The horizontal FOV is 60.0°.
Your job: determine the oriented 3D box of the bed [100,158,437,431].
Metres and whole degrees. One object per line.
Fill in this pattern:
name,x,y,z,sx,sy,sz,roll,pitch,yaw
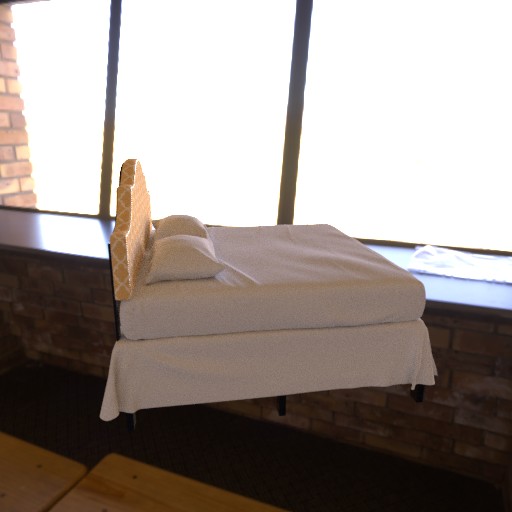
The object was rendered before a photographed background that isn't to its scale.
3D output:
bed,0.000,0.000,3.670,2.222,1.601,2.314,-2,16,-9
